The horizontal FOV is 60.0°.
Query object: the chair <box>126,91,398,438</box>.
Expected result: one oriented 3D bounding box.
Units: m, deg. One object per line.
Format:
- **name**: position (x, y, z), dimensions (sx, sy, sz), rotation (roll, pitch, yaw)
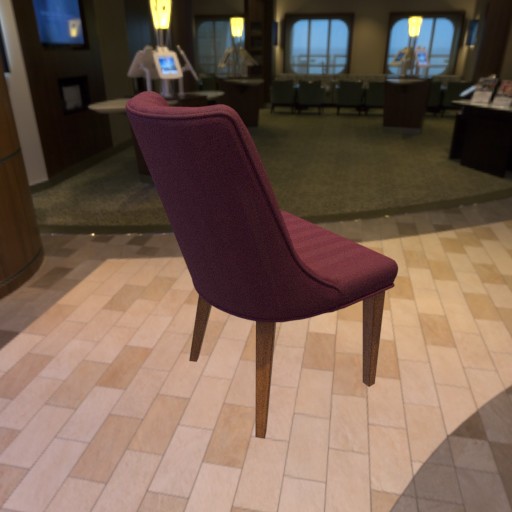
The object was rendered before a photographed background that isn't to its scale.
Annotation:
- **chair**: position (0.000, 0.000, 1.316), dimensions (0.638, 0.916, 0.548), rotation (-16, 30, -31)
